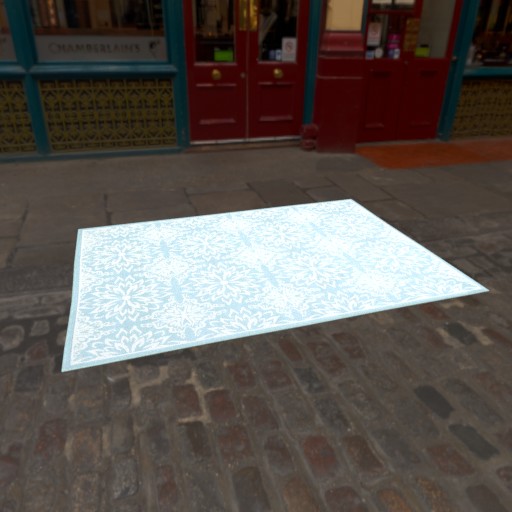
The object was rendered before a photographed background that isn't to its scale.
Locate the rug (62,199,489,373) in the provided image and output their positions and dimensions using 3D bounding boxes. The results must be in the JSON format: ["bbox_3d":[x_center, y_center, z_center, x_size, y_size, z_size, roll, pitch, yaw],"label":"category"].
[{"bbox_3d":[0.000,0.000,2.830,2.205,0.014,1.589,-8,28,-15],"label":"rug"}]
